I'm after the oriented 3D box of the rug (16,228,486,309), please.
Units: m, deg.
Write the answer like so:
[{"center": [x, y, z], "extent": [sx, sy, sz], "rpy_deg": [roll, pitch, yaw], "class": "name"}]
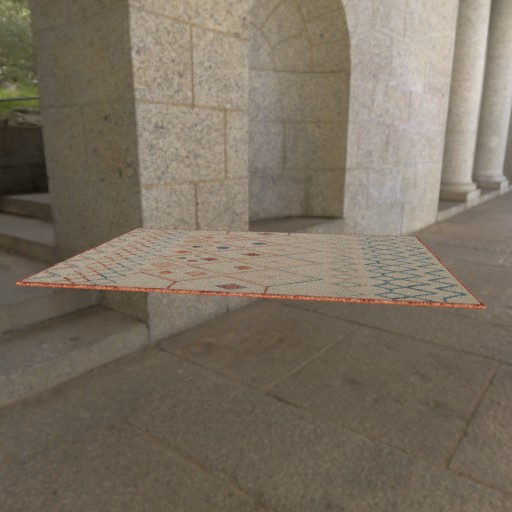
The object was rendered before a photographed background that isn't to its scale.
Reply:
[{"center": [0.000, 0.000, 2.281], "extent": [1.829, 0.016, 1.219], "rpy_deg": [2, 14, 8], "class": "rug"}]
